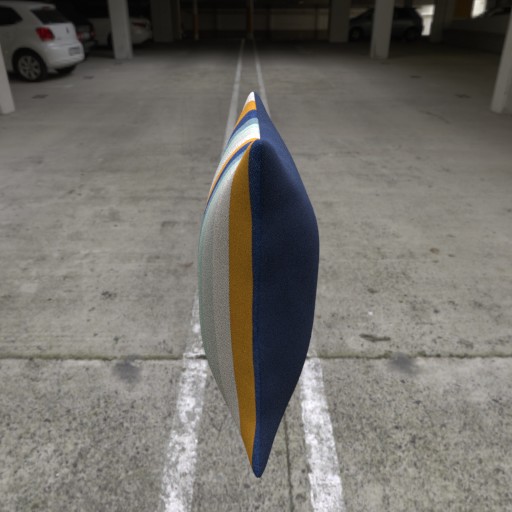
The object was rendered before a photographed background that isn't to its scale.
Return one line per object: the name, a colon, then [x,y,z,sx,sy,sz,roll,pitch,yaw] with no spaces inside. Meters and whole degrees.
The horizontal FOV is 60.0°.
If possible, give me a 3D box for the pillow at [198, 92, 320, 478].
pillow: [0.000,0.000,0.708,0.173,0.454,0.463,-1,26,-1]
